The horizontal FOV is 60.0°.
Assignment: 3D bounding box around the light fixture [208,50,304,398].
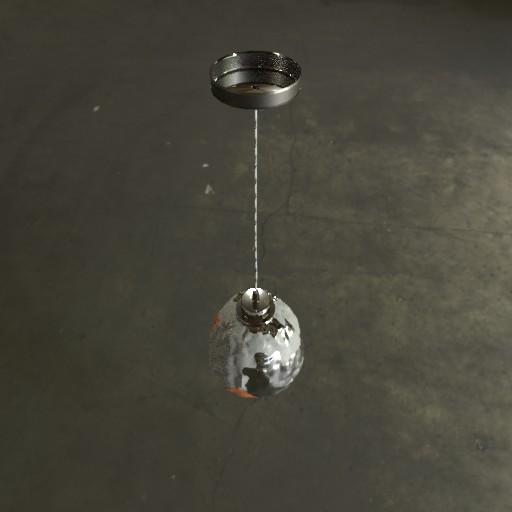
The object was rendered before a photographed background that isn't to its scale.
[{"bbox_3d":[0.000,0.000,1.769,0.496,1.511,0.500,-4,48,-4],"label":"light fixture"}]
